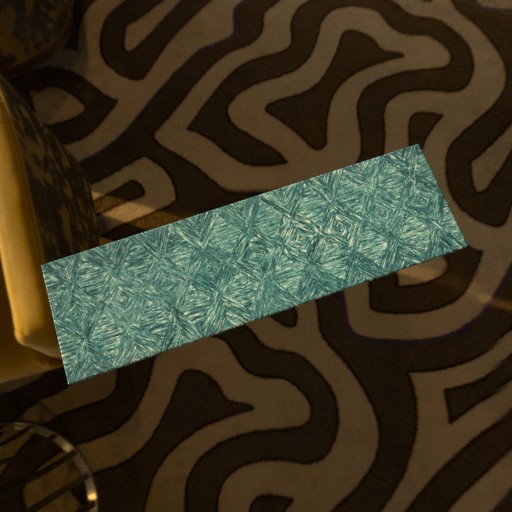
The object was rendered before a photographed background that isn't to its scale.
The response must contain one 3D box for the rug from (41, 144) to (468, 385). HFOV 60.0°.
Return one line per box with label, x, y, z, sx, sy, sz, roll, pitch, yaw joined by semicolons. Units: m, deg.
rug;0.000;0.000;2.472;2.286;0.016;0.676;-18;76;-5
